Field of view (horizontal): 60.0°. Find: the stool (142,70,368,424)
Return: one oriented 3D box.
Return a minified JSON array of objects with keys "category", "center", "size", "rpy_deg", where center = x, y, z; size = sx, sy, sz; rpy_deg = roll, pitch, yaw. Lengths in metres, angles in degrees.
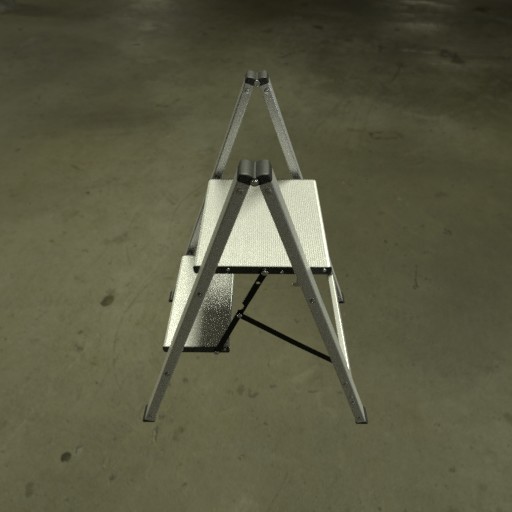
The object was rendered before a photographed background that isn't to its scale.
[{"category":"stool","center":[0.000,0.000,0.996],"size":[0.535,0.670,0.440],"rpy_deg":[0,41,0]}]
